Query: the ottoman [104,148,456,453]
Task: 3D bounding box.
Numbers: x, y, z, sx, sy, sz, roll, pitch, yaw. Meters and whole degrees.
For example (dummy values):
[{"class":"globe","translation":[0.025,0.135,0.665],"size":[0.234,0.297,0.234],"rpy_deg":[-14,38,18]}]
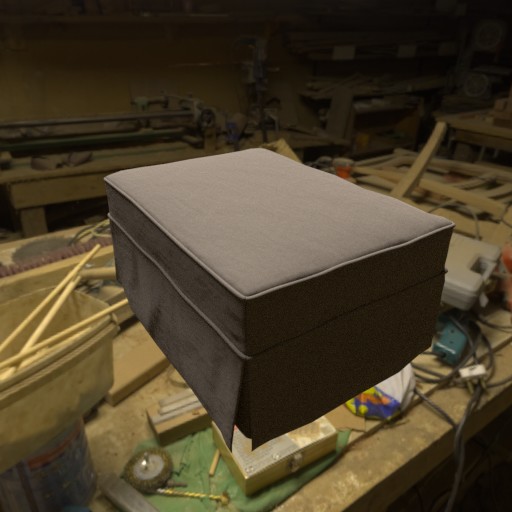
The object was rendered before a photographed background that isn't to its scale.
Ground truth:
[{"class":"ottoman","translation":[0.000,0.000,1.379],"size":[0.703,0.479,0.944],"rpy_deg":[-17,32,-29]}]
